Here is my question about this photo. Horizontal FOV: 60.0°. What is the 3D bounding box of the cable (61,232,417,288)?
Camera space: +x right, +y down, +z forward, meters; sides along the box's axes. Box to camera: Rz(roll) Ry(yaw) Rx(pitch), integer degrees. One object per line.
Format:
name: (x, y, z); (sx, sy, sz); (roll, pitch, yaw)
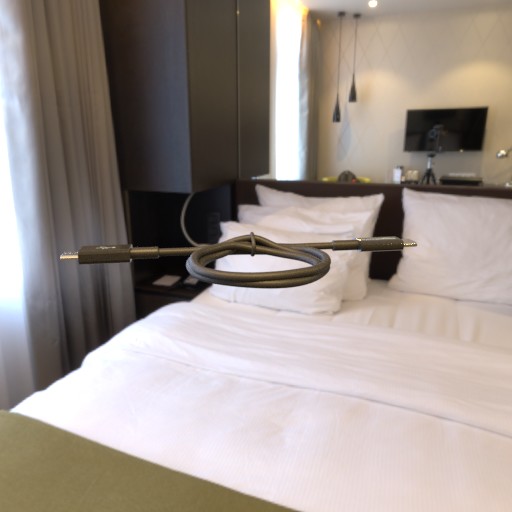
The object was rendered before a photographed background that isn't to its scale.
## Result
cable: (0.000, 0.000, 0.215); (0.192, 0.014, 0.070); (-2, 15, -9)
